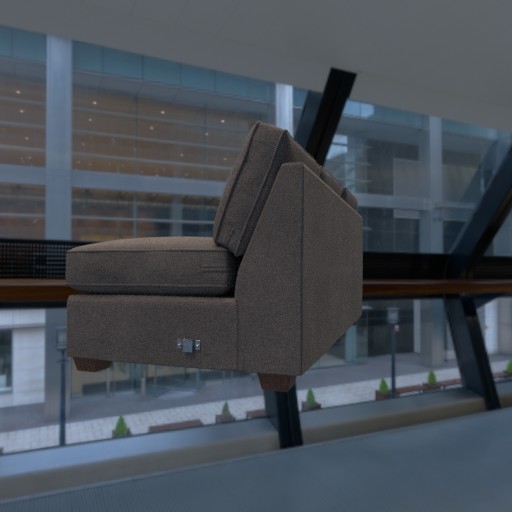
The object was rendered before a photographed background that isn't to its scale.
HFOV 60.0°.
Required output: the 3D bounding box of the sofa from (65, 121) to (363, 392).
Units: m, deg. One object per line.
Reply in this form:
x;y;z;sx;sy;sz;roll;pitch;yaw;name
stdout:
0.000;0.000;2.559;1.027;0.973;1.962;0;-1;19;sofa
